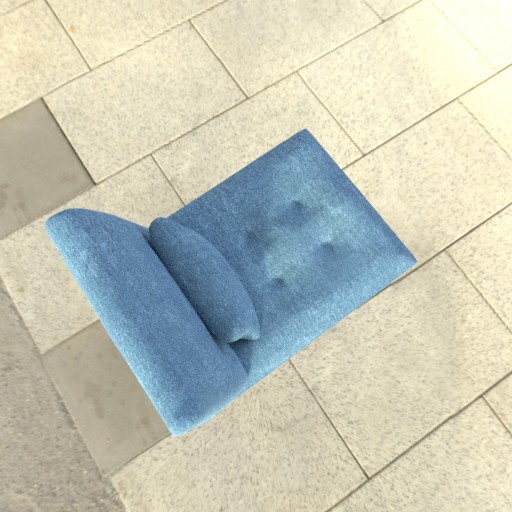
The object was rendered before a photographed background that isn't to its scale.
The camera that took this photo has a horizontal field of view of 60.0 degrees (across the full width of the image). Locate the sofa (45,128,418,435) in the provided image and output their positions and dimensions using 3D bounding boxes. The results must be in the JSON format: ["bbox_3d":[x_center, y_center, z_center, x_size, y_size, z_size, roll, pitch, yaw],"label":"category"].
[{"bbox_3d":[0.000,0.000,1.539,1.000,0.820,0.700,-35,78,-9],"label":"sofa"}]
